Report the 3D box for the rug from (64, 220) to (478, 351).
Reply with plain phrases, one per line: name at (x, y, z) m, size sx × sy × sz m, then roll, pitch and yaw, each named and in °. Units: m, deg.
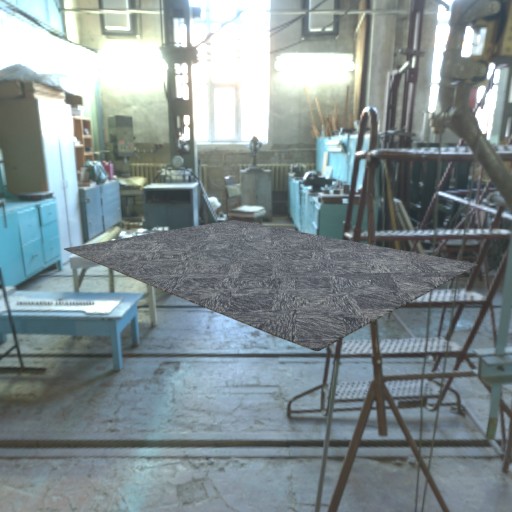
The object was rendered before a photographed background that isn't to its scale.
rug at (0.000, 0.000, 5.343) m, size 4.093 × 0.020 × 2.997 m, roll 14°, pitch 20°, yaw 43°
